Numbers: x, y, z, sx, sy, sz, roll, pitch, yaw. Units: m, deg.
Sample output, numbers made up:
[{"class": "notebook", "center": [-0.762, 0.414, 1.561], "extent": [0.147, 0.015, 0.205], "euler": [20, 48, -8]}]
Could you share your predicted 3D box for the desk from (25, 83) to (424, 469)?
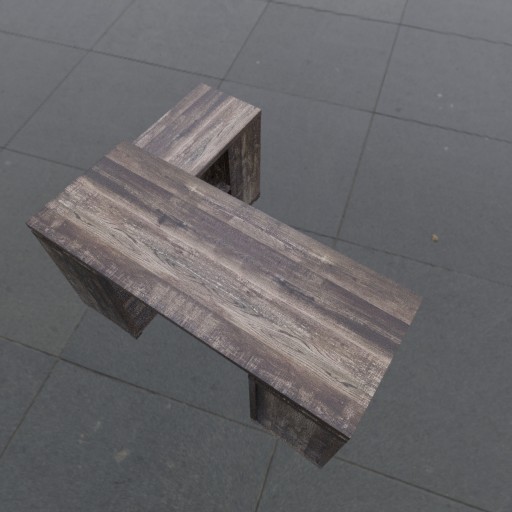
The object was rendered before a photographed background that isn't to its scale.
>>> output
[{"class": "desk", "center": [0.000, 0.000, 2.213], "extent": [1.524, 0.753, 1.200], "euler": [30, 62, 17]}]
